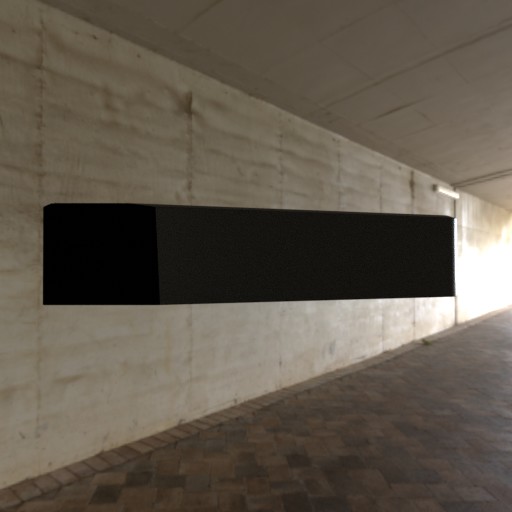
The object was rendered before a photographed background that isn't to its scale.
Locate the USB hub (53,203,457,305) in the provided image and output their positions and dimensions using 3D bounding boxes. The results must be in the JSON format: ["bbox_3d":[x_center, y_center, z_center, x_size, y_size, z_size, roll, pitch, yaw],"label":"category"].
[{"bbox_3d":[0.000,0.000,0.130,0.110,0.023,0.044,0,-1,-17],"label":"USB hub"}]
